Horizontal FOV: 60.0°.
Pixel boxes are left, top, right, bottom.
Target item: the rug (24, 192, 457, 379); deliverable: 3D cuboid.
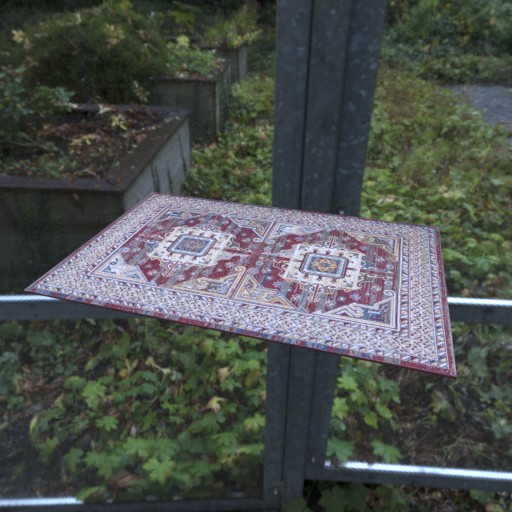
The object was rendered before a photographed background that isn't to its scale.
[{"bbox_3d":[0.000,0.000,5.694,4.578,0.033,3.033,9,32,14],"label":"rug"}]
